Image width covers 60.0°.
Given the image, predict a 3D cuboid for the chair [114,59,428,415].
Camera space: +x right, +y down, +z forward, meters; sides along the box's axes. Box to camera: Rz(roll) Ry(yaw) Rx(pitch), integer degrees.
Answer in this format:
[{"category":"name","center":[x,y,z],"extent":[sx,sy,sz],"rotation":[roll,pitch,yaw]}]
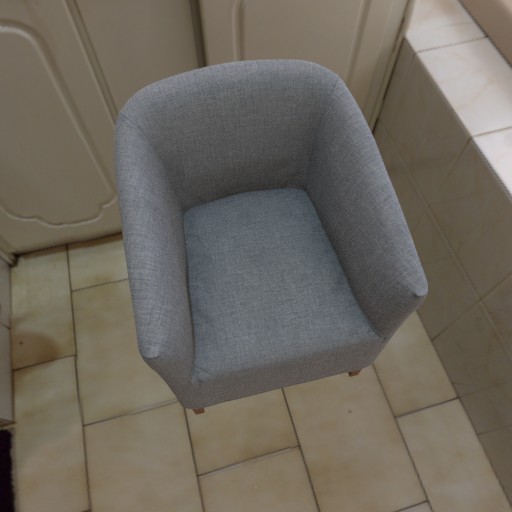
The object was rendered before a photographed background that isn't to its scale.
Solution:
[{"category":"chair","center":[0.000,0.000,1.250],"extent":[0.600,0.771,0.668],"rotation":[-12,63,-6]}]
